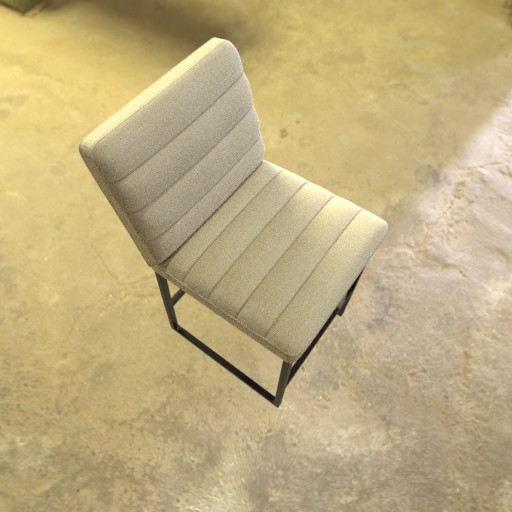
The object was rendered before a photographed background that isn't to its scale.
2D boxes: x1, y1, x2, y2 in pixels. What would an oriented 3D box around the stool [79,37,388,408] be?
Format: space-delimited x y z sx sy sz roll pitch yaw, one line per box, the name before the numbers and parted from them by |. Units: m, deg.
stool | 0.000 0.000 1.274 0.560 0.940 0.460 33 65 17
